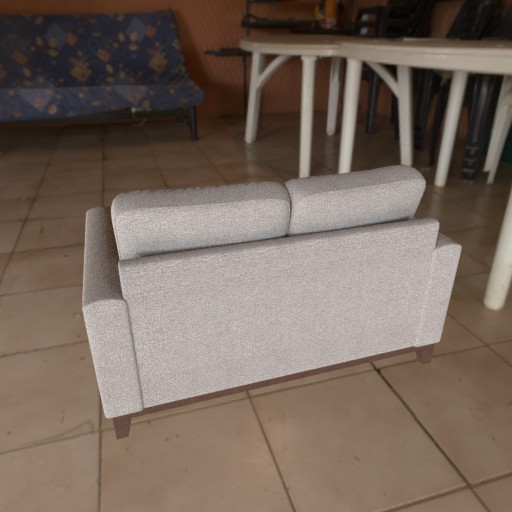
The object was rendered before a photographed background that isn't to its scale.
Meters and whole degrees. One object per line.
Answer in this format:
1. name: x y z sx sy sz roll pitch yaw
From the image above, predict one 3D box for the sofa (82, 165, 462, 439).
1. sofa: 0.000 0.000 2.002 1.420 0.873 0.917 -8 28 -16
